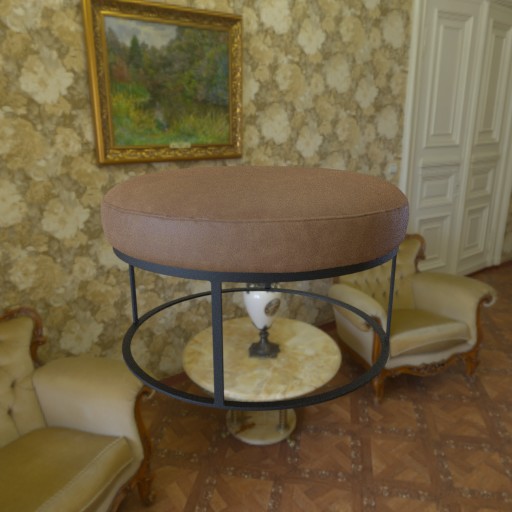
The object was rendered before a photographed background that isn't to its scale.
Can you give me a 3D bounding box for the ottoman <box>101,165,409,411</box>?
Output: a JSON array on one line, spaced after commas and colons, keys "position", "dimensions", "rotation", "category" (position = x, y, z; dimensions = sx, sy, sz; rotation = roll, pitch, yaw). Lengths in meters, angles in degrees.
[{"position": [0.000, 0.000, 1.208], "dimensions": [0.771, 0.460, 0.771], "rotation": [0, 16, 0], "category": "ottoman"}]
